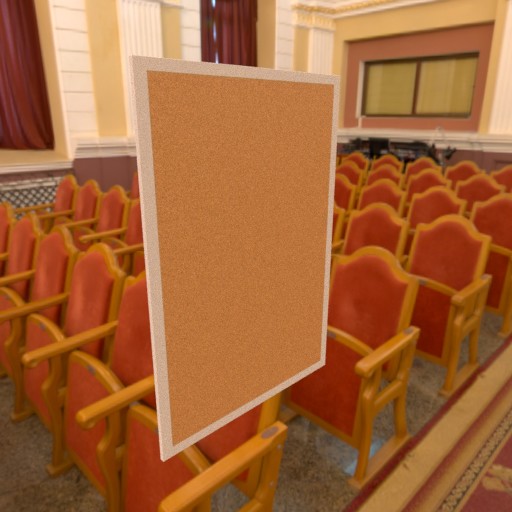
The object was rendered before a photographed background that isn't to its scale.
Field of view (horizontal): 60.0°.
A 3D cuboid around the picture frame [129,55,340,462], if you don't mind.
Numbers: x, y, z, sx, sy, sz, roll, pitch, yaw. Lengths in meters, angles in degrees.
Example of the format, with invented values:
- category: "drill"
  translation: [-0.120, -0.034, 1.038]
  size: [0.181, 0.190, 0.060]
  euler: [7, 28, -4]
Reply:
- category: "picture frame"
  translation: [0.000, 0.000, 1.196]
  size: [0.659, 0.940, 0.013]
  euler: [-16, 24, -41]
